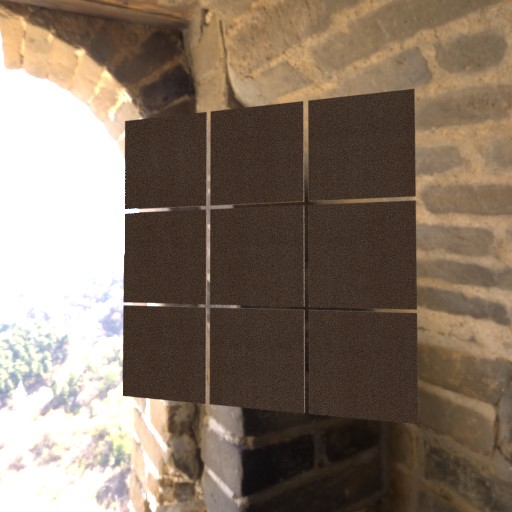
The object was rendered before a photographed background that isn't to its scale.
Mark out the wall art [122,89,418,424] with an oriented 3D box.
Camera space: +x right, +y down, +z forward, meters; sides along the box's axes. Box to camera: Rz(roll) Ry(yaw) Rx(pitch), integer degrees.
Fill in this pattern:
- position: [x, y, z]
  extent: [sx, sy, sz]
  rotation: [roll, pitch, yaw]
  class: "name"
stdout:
- position: [0.000, 0.000, 1.790]
  extent: [1.219, 1.218, 0.013]
  rotation: [-1, -2, 17]
  class: "wall art"
